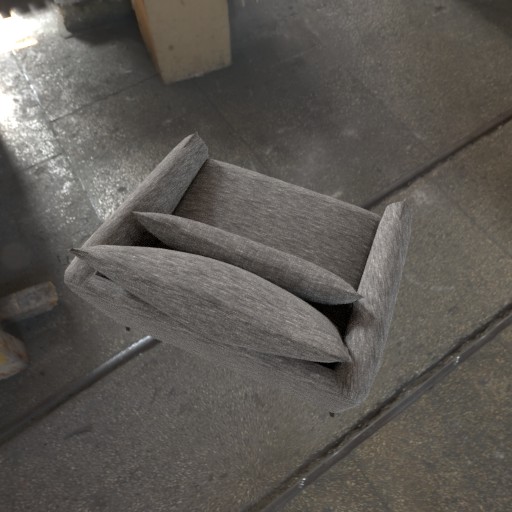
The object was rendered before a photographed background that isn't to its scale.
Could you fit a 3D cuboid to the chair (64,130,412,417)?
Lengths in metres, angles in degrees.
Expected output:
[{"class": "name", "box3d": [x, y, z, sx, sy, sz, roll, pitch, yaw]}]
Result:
[{"class": "chair", "box3d": [0.000, 0.000, 1.601, 1.004, 0.842, 0.805, 20, 65, 10]}]
